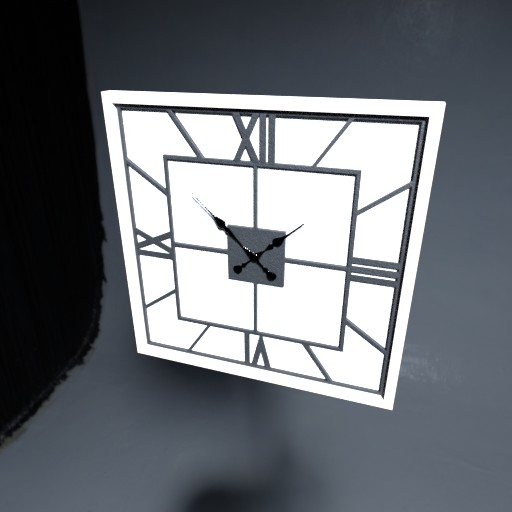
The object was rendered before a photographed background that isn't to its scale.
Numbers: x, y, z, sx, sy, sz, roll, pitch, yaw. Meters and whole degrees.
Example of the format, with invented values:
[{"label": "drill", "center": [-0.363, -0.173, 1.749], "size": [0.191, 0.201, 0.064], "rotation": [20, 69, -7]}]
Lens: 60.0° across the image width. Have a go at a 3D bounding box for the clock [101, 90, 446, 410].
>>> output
[{"label": "clock", "center": [0.000, 0.000, 1.035], "size": [0.705, 0.705, 0.032], "rotation": [8, 27, 17]}]
